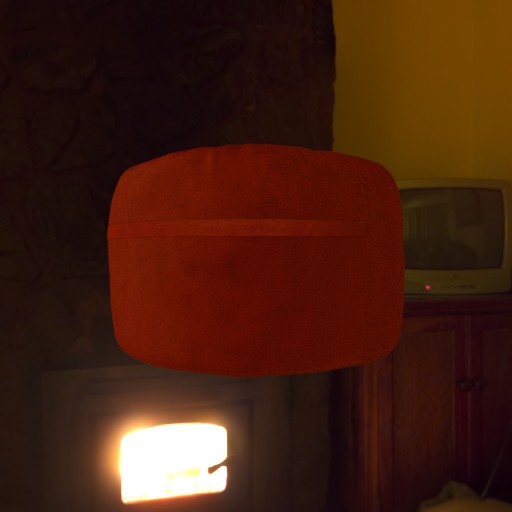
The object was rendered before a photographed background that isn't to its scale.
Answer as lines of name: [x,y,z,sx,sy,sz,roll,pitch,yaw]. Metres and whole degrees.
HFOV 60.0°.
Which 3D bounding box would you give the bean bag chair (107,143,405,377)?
bean bag chair: [0.000,0.000,1.917,1.219,0.762,1.219,0,1,0]
